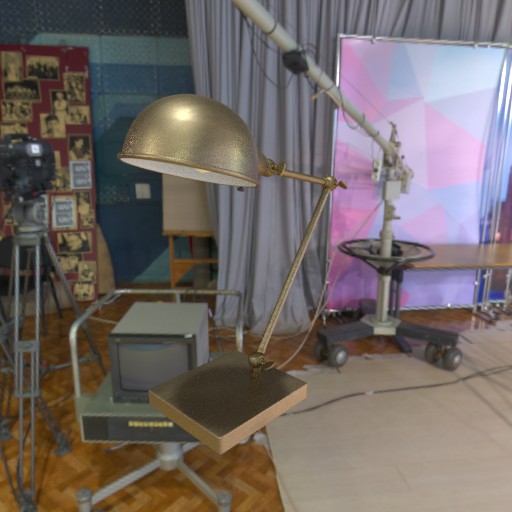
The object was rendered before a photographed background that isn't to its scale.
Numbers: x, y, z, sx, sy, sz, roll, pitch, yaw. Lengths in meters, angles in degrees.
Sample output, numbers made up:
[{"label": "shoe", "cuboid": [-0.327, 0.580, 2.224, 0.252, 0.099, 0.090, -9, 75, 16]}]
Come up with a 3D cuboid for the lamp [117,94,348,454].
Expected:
[{"label": "lamp", "cuboid": [0.000, 0.000, 0.558, 0.149, 0.371, 0.339, 14, 20, 42]}]
